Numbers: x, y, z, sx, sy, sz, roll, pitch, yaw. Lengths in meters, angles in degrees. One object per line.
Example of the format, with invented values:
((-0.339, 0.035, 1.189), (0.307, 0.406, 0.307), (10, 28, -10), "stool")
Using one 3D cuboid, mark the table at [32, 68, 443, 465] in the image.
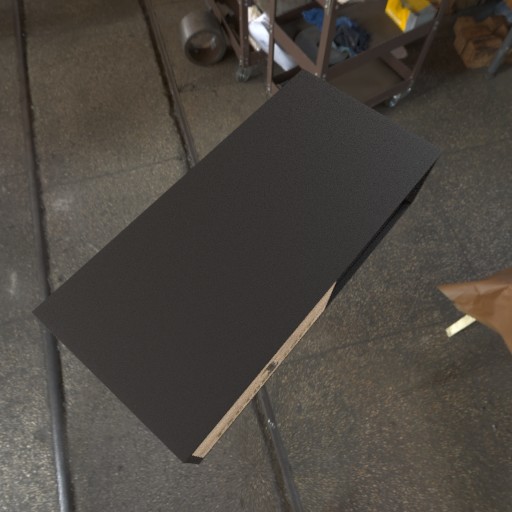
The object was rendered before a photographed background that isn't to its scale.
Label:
((0.000, 0.000, 1.384), (0.550, 0.400, 1.100), (37, 70, 16), "table")
